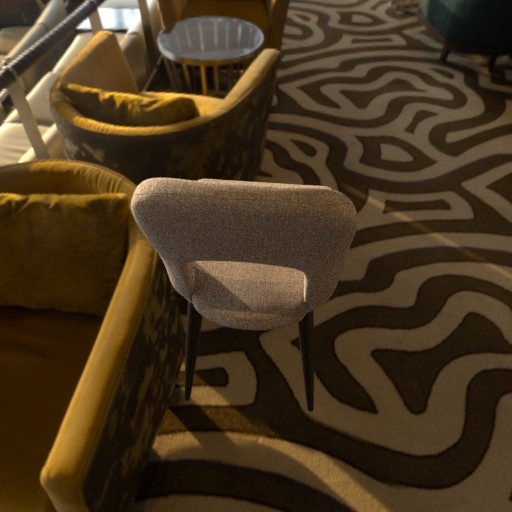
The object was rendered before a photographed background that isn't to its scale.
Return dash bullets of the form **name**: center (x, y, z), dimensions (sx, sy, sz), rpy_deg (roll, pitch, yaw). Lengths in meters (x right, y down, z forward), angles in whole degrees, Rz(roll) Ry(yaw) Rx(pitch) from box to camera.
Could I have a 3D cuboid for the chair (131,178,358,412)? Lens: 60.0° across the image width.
- **chair**: center (0.000, 0.000, 1.240), dimensions (0.470, 0.931, 0.612), rpy_deg (4, 48, 4)
